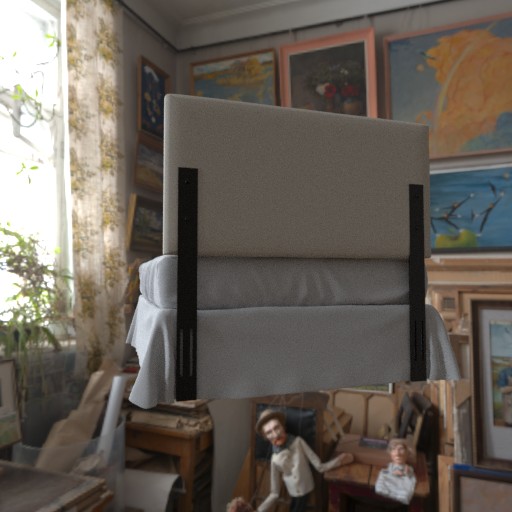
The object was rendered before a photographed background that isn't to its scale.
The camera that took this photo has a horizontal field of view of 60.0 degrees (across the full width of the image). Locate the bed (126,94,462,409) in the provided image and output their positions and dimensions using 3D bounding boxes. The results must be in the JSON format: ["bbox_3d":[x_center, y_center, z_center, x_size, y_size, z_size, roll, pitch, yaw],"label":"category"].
[{"bbox_3d":[0.000,0.000,3.450,1.936,1.577,2.222,1,-3,-17],"label":"bed"}]
